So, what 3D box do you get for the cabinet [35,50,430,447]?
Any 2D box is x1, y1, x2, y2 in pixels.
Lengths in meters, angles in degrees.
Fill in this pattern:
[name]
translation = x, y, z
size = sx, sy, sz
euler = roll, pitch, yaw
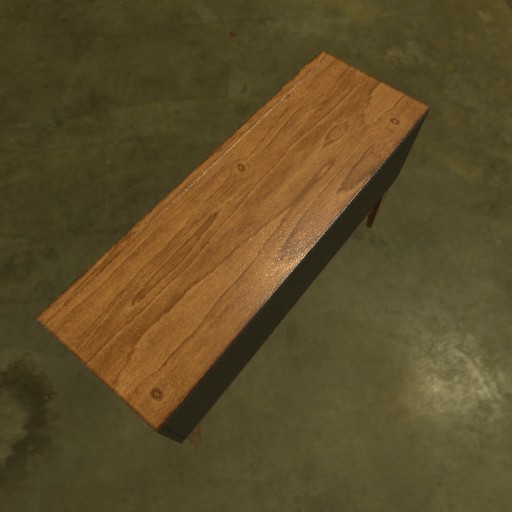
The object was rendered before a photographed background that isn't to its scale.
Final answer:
[cabinet]
translation = 0.000, 0.000, 1.741
size = 0.477, 0.802, 1.363
euler = 36, 69, 16
